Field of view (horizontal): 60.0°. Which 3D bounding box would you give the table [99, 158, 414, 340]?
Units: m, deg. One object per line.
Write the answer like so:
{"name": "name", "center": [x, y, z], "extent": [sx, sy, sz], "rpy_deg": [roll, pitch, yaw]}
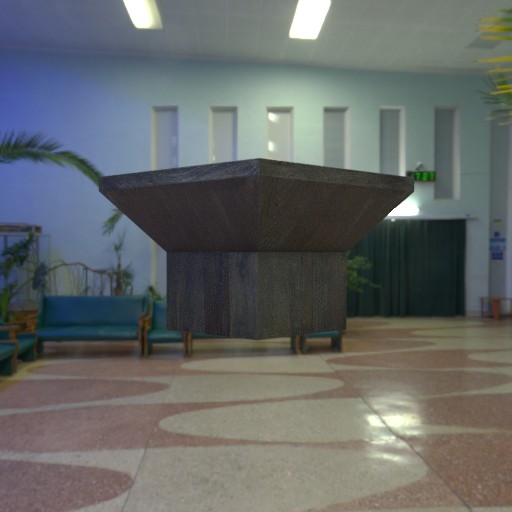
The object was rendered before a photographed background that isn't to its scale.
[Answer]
{"name": "table", "center": [0.000, 0.000, 1.636], "extent": [0.966, 0.488, 1.115], "rpy_deg": [0, 1, -1]}
